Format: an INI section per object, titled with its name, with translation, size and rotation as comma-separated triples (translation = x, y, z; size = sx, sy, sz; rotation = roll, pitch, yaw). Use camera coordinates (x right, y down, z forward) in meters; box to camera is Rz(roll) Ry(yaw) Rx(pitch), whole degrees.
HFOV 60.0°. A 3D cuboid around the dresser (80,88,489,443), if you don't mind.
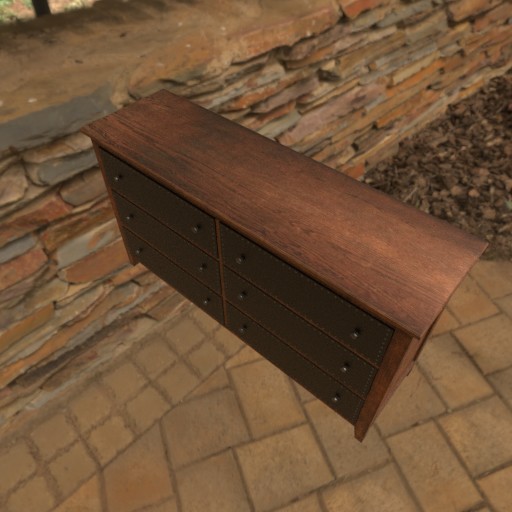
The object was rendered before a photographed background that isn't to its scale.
[dresser]
translation = 0.000, 0.000, 1.938
size = 1.551, 0.856, 0.463
rotation = 33, 55, 26
